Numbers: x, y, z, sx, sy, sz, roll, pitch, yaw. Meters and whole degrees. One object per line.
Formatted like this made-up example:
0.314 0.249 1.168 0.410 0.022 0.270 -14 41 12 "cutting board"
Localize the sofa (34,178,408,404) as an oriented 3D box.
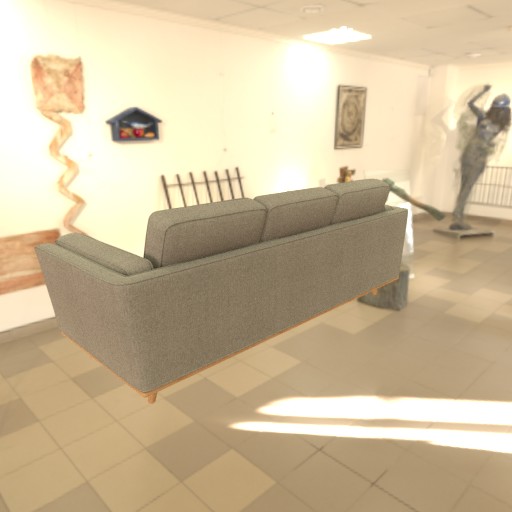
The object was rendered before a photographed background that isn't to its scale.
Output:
0.000 0.000 2.832 2.362 0.899 0.903 -15 22 -43 "sofa"
